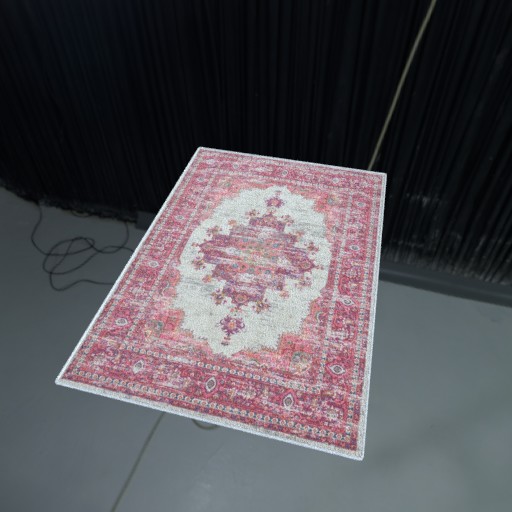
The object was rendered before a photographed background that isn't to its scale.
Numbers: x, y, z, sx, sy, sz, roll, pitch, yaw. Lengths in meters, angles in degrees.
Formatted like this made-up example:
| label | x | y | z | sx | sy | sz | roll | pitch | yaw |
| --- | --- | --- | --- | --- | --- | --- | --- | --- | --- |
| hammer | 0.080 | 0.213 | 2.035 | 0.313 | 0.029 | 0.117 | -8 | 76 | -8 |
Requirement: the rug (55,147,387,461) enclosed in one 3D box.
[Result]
| label | x | y | z | sx | sy | sz | roll | pitch | yaw |
| --- | --- | --- | --- | --- | --- | --- | --- | --- | --- |
| rug | 0.000 | 0.000 | 2.245 | 1.217 | 0.011 | 1.747 | 10 | 47 | 10 |
